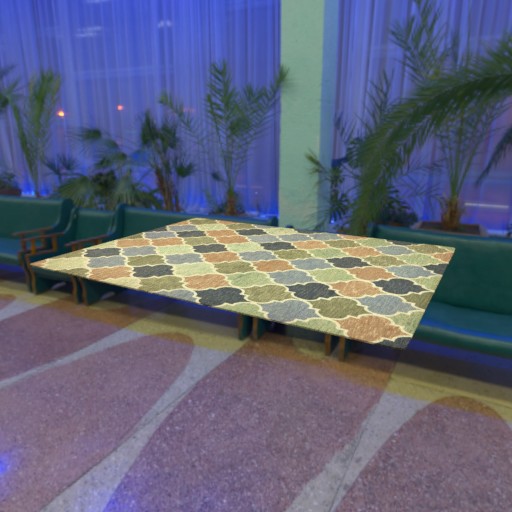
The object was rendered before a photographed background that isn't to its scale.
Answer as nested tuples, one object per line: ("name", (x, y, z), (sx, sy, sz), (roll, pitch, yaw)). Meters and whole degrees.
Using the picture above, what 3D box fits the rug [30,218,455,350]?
("rug", (0.000, 0.000, 4.149), (3.200, 0.013, 2.439), (9, 18, 28))
